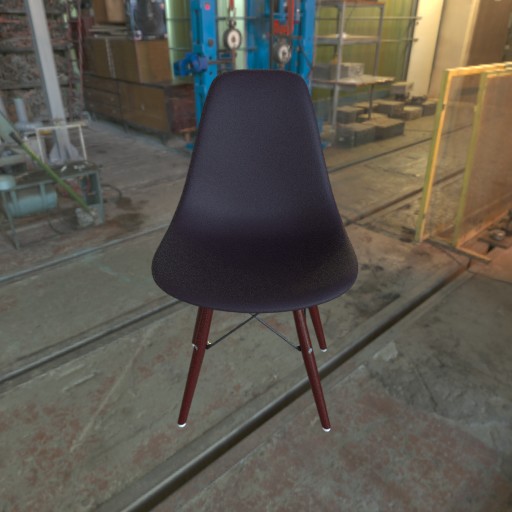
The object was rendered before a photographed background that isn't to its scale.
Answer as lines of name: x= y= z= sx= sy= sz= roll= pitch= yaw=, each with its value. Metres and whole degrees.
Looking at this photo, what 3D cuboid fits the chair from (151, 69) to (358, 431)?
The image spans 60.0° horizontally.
chair: x=0.000 y=0.000 z=1.121 sx=0.470 sy=0.826 sz=0.533 roll=1 pitch=28 yaw=1
